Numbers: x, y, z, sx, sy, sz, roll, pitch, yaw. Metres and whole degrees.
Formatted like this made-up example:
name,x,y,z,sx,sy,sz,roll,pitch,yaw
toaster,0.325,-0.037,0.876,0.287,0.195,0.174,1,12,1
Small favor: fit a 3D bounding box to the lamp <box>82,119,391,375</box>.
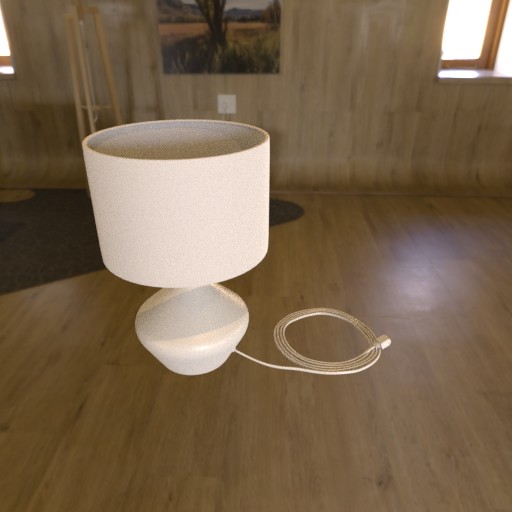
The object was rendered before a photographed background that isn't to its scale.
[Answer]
name,x,y,z,sx,sy,sz,roll,pitch,yaw
lamp,0.000,0.000,0.850,0.546,0.457,0.401,9,29,17
